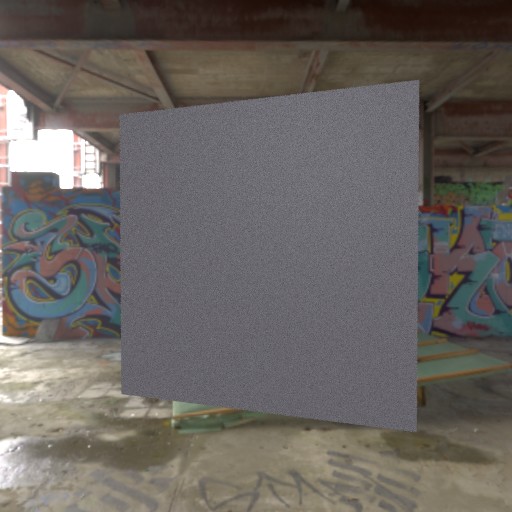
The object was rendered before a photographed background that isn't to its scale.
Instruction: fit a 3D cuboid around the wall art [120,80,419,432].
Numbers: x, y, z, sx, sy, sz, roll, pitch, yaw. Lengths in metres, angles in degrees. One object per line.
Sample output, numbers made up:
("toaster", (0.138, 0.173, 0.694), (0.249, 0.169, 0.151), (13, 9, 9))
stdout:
("wall art", (0.000, 0.000, 0.517), (0.355, 0.355, 0.027), (0, 1, 19))
